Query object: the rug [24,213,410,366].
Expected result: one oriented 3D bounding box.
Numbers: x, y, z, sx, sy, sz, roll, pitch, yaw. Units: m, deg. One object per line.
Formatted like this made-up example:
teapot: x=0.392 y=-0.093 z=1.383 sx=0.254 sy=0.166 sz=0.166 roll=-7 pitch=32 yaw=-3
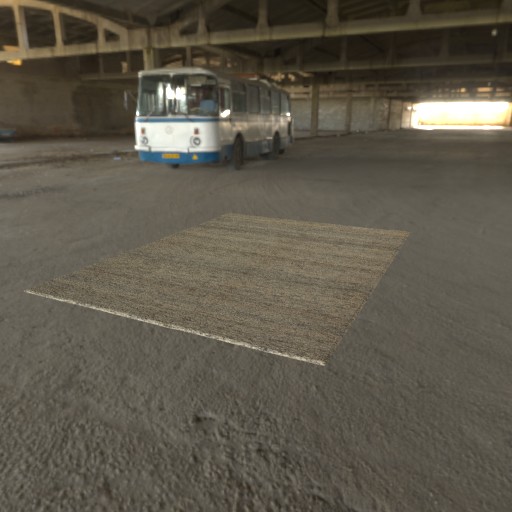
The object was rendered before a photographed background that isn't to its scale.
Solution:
rug: x=0.000 y=0.000 z=4.276 sx=2.414 sy=0.036 sz=3.199 roll=8 pitch=19 yaw=25
